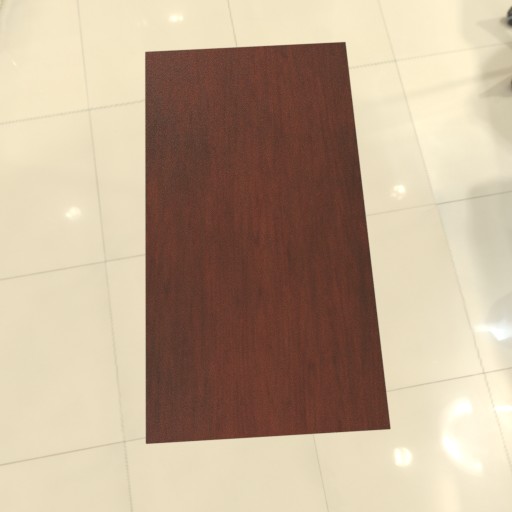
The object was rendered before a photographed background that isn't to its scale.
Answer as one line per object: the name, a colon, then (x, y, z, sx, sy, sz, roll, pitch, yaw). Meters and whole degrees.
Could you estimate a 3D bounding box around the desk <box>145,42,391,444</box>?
desk: (0.000, 0.000, 1.470, 0.549, 0.762, 1.001, -3, 77, -1)
